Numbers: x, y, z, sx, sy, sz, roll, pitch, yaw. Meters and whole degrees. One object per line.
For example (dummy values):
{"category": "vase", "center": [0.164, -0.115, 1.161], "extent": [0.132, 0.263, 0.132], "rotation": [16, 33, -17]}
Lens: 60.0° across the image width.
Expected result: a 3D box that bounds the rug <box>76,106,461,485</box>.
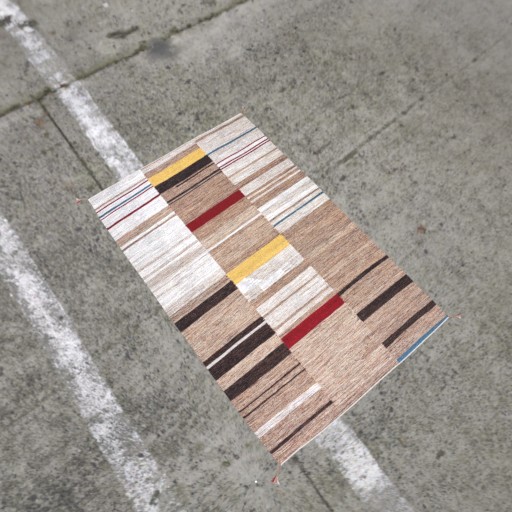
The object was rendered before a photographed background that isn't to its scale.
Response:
{"category": "rug", "center": [0.000, 0.000, 2.462], "extent": [1.268, 0.007, 1.918], "rotation": [-35, 68, -16]}
